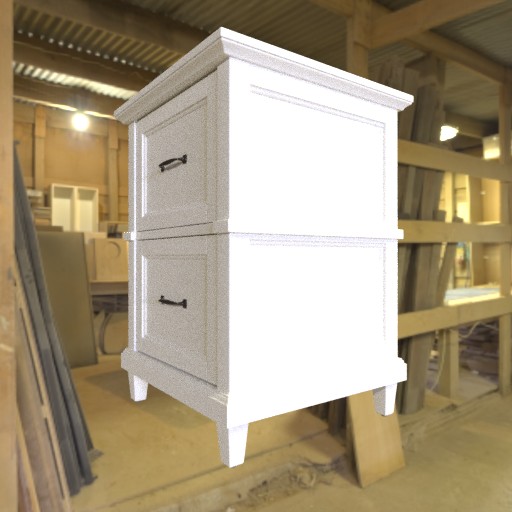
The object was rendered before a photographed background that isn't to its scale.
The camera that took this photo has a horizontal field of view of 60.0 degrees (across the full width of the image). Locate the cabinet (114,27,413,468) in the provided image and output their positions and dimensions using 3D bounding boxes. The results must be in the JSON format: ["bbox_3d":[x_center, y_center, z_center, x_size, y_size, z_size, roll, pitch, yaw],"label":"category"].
[{"bbox_3d":[0.000,0.000,1.129,0.547,0.775,0.544,0,0,-36],"label":"cabinet"}]
